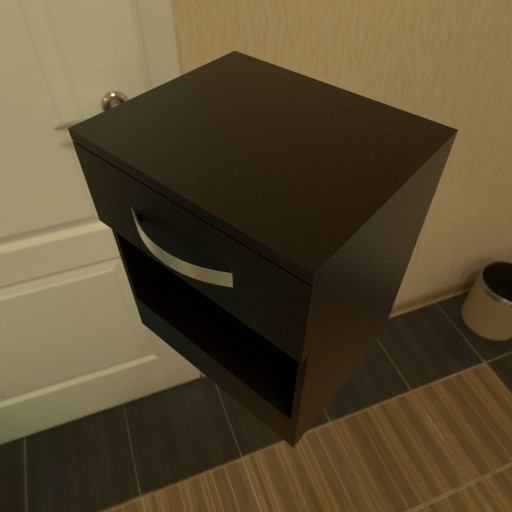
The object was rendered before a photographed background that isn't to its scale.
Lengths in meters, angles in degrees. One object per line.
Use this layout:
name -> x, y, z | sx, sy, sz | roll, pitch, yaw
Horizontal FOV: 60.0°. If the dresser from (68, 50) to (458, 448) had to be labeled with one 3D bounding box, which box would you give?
dresser -> 0.000, 0.000, 0.754 | 0.400, 0.470, 0.360 | 32, 54, 26
